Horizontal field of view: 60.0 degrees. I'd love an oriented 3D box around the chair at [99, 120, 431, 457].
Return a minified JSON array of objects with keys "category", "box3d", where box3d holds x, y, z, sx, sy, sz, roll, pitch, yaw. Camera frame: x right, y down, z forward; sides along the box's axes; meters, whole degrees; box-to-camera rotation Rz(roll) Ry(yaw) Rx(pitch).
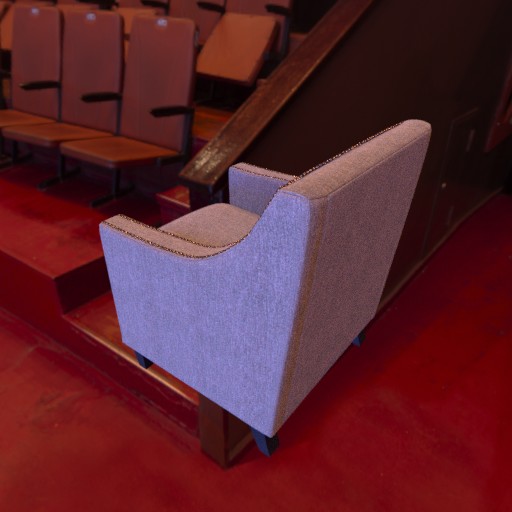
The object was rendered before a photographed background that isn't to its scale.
[{"category":"chair","box3d":[0.000,0.000,1.641,0.884,0.967,0.776,22,37,31]}]
